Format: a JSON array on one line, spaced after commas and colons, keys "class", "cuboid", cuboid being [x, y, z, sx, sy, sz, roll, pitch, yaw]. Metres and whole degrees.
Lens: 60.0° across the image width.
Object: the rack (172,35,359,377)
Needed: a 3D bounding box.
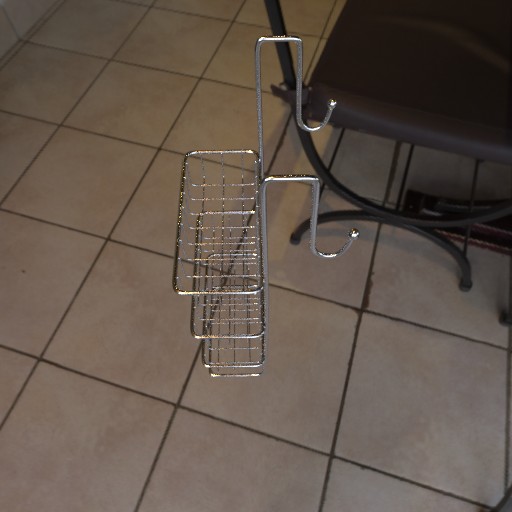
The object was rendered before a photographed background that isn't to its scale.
[{"class": "rack", "cuboid": [0.000, 0.000, 0.661, 0.202, 0.574, 0.228, -1, 59, -1]}]
